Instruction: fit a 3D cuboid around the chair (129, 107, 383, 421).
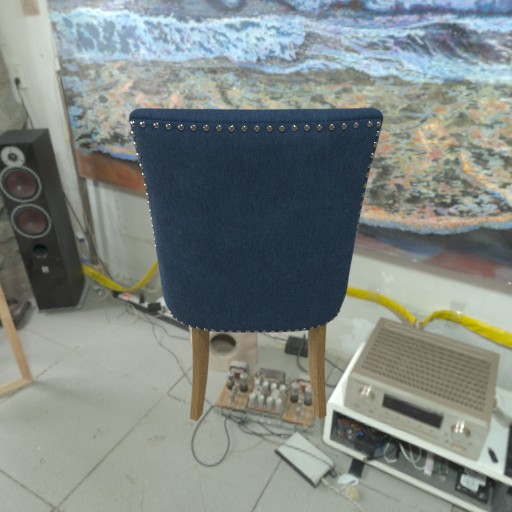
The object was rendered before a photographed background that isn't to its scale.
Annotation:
[{"bbox_3d":[0.000,0.000,1.251,0.495,0.902,0.610,0,29,0],"label":"chair"}]
